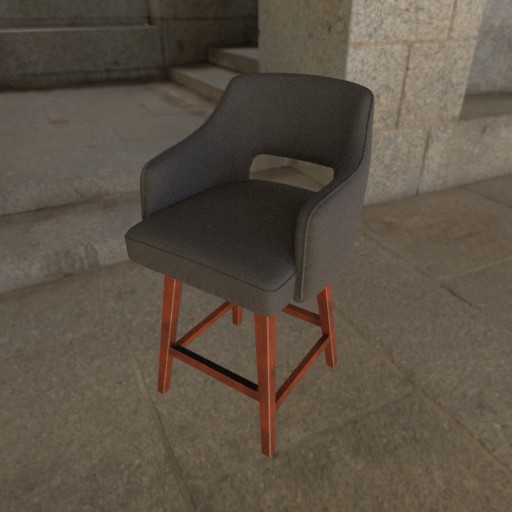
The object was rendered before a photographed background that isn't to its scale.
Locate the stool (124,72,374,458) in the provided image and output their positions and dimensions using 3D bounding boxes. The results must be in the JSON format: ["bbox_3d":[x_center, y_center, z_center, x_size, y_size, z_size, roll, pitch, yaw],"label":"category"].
[{"bbox_3d":[0.000,0.000,1.274,0.548,0.912,0.558,19,36,29],"label":"stool"}]
